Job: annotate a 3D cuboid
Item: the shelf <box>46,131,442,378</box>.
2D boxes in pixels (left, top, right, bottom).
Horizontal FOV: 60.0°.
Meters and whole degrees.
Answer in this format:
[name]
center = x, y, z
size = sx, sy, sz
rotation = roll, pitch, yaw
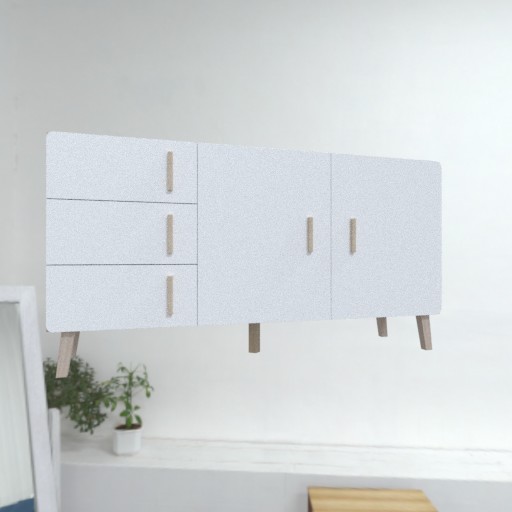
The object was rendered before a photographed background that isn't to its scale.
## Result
[shelf]
center = 0.000, 0.000, 1.782
size = 1.490, 0.780, 0.400
rotation = 0, 0, -17
